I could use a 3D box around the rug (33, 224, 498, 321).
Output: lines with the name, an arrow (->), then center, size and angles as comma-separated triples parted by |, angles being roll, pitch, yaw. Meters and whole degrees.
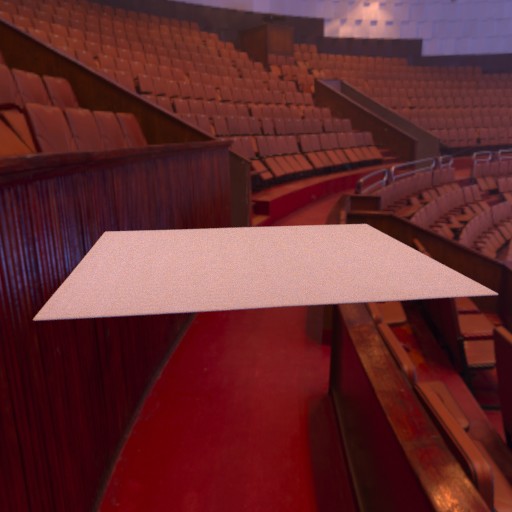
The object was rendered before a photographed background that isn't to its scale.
rug -> 0.000, 0.000, 4.009 | 3.055, 0.021, 2.410 | -2, 16, -8
